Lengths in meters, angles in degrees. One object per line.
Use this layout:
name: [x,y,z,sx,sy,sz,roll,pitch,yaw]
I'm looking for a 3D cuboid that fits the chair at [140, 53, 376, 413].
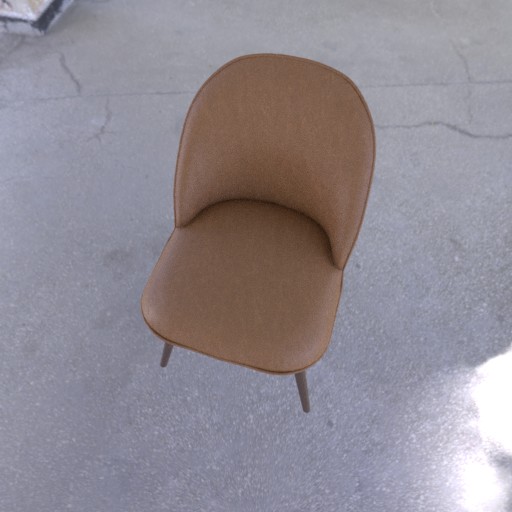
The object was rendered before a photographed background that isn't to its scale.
chair: [0.000,0.000,1.239,0.521,0.831,0.631,15,59,9]
